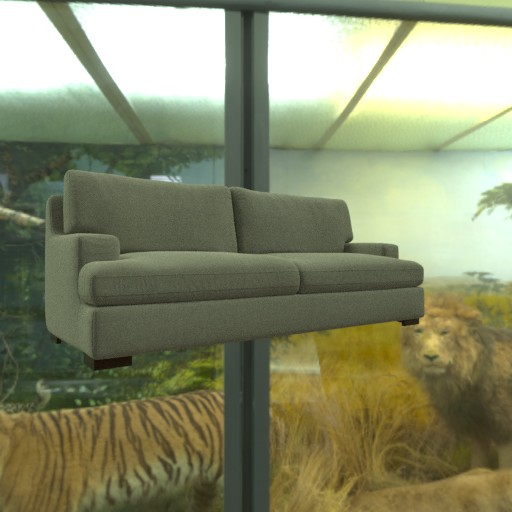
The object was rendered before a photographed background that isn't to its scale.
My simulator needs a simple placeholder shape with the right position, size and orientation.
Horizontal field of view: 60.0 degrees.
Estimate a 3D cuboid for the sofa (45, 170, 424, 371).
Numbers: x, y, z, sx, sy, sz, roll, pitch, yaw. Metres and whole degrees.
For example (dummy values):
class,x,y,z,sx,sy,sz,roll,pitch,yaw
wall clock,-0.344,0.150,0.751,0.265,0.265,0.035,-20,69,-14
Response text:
class,x,y,z,sx,sy,sz,roll,pitch,yaw
sofa,0.000,0.000,2.857,2.354,0.980,0.962,0,0,-36
